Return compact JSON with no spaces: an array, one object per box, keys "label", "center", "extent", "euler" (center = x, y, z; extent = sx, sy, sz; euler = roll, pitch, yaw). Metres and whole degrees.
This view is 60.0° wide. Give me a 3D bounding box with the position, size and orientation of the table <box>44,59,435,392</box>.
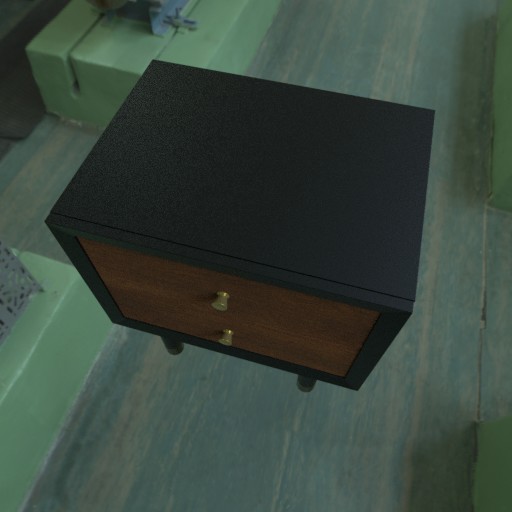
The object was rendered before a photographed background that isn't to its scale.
[{"label":"table","center":[0.000,0.000,0.994],"extent":[0.564,0.584,0.441],"euler":[14,59,8]}]
